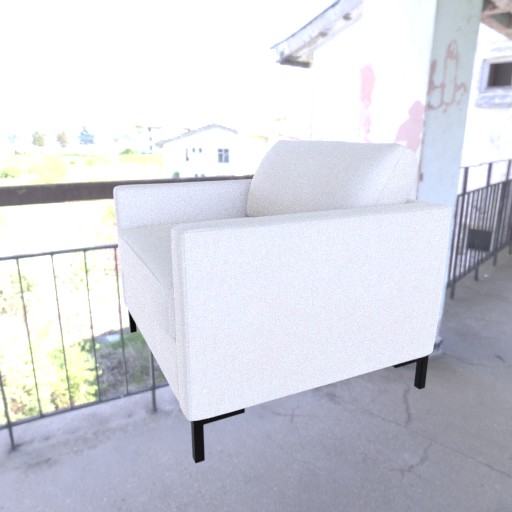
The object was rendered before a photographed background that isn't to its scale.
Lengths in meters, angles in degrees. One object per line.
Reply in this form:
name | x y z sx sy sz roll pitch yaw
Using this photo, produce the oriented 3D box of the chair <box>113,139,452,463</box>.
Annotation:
chair | 0.000 0.000 1.604 0.875 0.806 0.964 -7 17 -25
